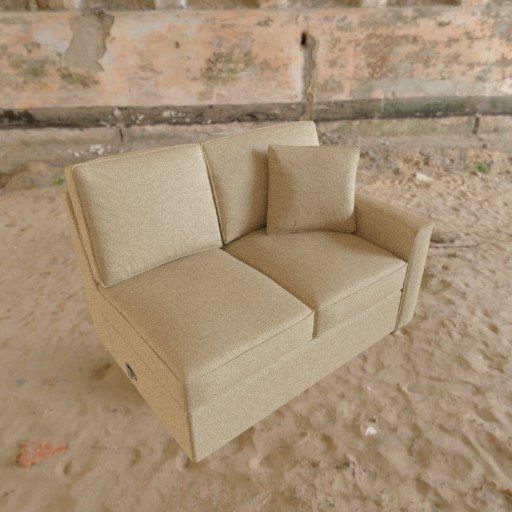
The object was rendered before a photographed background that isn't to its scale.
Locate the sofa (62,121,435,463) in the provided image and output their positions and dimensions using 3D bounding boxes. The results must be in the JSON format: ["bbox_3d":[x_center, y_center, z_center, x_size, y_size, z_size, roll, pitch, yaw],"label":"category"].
[{"bbox_3d":[0.000,0.000,2.080,1.388,0.989,0.991,-22,37,-33],"label":"sofa"}]
